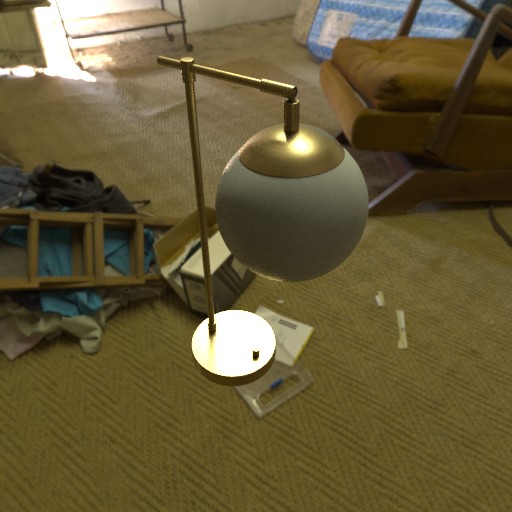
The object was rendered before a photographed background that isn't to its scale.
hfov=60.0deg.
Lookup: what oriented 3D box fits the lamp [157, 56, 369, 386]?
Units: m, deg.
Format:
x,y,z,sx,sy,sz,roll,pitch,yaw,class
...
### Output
x,y,z,sx,sy,sz,roll,pitch,yaw,class
0.000,0.000,0.706,0.324,0.559,0.207,25,46,27,lamp
